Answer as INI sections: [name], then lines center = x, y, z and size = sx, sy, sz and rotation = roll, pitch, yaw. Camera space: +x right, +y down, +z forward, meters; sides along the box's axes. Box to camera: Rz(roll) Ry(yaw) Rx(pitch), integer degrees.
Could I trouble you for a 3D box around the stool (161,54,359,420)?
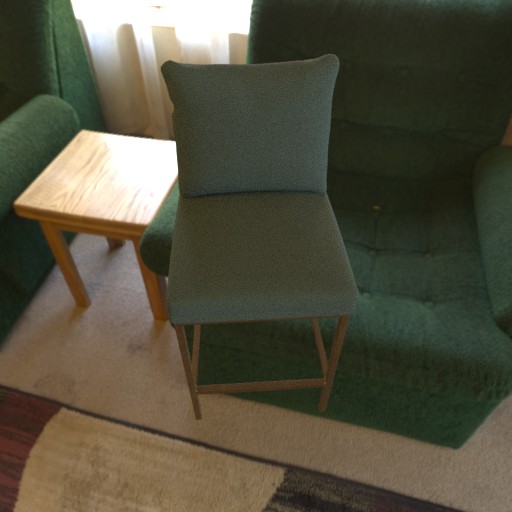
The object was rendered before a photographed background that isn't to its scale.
[stool]
center = 0.000, 0.000, 1.334
size = 0.463, 1.032, 0.568
rotation = -3, 47, -2
